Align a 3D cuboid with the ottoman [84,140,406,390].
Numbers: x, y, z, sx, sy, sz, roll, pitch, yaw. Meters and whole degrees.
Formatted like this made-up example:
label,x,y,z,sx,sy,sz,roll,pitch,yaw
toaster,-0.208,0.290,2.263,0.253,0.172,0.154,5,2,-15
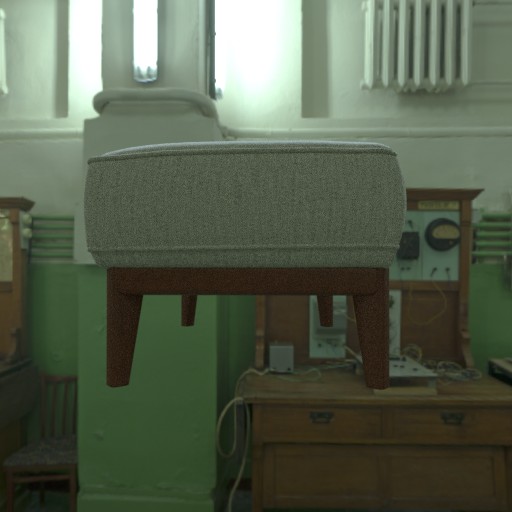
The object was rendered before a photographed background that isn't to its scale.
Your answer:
label,x,y,z,sx,sy,sz,roll,pitch,yaw
ottoman,0.000,0.000,1.142,0.594,0.465,0.794,0,0,2
